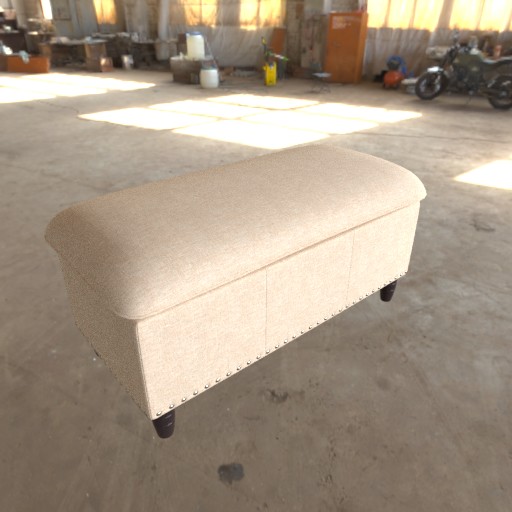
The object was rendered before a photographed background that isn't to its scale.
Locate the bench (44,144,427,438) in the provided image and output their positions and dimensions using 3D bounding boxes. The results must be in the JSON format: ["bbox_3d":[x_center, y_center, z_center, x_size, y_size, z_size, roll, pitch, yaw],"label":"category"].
[{"bbox_3d":[0.000,0.000,1.264,0.991,0.483,0.483,-22,36,-34],"label":"bench"}]
